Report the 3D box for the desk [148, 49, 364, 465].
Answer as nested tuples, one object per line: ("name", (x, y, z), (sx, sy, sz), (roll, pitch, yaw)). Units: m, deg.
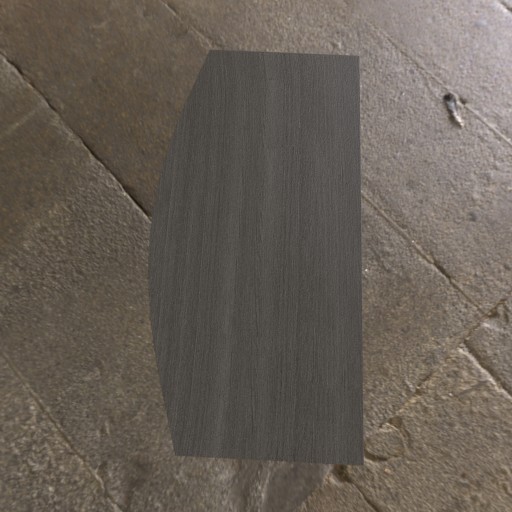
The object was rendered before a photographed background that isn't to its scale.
("desk", (0.000, 0.000, 2.048), (0.802, 0.750, 1.600), (3, 76, 1))
